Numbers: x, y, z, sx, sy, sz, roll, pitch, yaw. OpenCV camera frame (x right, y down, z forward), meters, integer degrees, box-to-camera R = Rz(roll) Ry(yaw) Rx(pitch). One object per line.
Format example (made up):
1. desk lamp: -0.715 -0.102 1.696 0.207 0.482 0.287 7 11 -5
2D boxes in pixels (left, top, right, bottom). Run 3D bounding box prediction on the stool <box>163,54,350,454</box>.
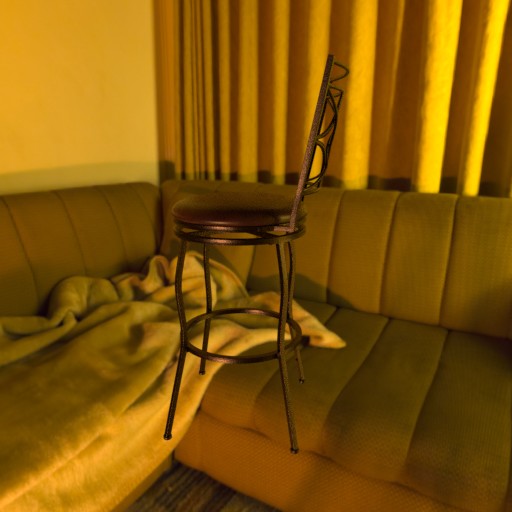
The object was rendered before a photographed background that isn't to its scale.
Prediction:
1. stool: 0.000 0.000 1.428 0.534 1.117 0.434 2 15 9
